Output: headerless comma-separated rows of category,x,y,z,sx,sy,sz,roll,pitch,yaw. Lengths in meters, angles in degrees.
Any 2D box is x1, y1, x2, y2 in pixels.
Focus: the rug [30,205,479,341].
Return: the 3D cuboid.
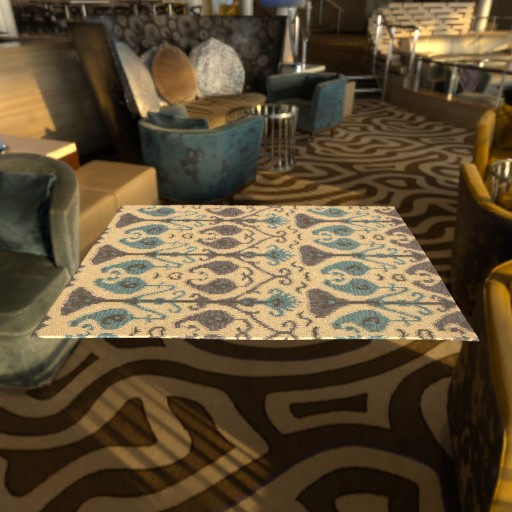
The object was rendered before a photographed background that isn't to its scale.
rug,0.000,0.000,2.945,2.261,0.013,1.676,0,30,1
